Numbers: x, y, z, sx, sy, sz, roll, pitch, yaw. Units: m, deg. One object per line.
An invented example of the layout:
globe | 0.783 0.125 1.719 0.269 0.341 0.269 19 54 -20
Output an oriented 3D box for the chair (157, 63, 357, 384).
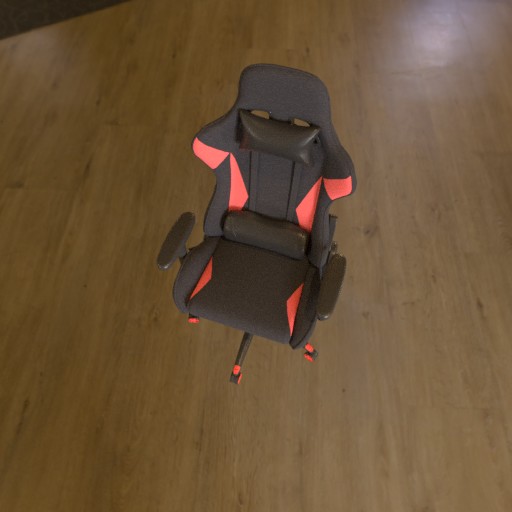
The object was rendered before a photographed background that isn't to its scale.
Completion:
chair | 0.000 0.000 1.736 0.695 1.326 0.658 16 59 10
